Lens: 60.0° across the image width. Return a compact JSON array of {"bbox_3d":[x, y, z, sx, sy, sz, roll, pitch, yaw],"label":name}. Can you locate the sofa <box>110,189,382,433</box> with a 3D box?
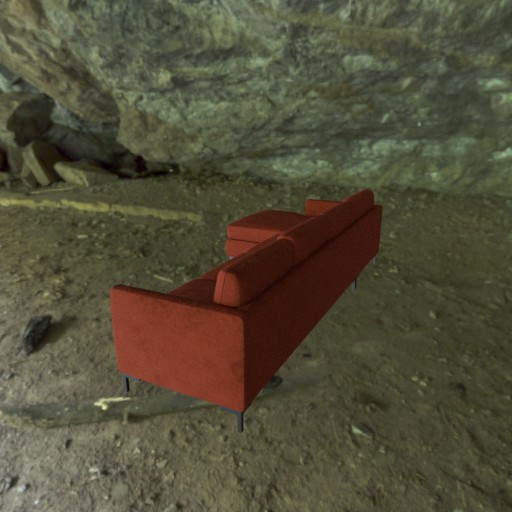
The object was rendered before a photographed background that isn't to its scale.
[{"bbox_3d":[0.000,0.000,2.940,1.136,0.663,2.467,9,19,26],"label":"sofa"}]
